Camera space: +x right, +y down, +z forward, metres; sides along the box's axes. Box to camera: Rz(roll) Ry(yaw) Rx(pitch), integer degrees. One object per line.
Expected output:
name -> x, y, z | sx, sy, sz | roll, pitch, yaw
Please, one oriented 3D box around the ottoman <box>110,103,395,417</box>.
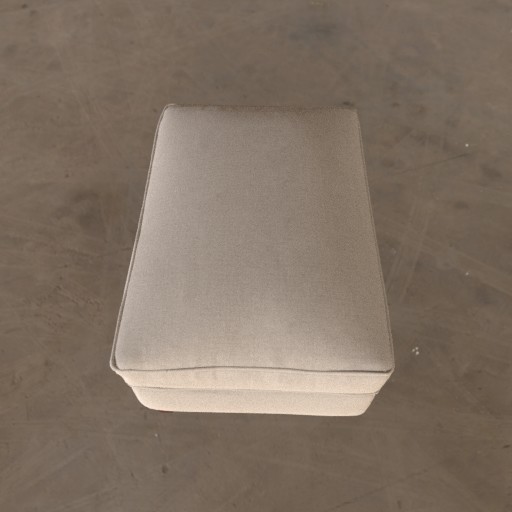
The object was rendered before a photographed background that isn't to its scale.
ottoman -> 0.000, 0.000, 1.012 | 0.501, 0.456, 0.665 | 1, 57, 1
